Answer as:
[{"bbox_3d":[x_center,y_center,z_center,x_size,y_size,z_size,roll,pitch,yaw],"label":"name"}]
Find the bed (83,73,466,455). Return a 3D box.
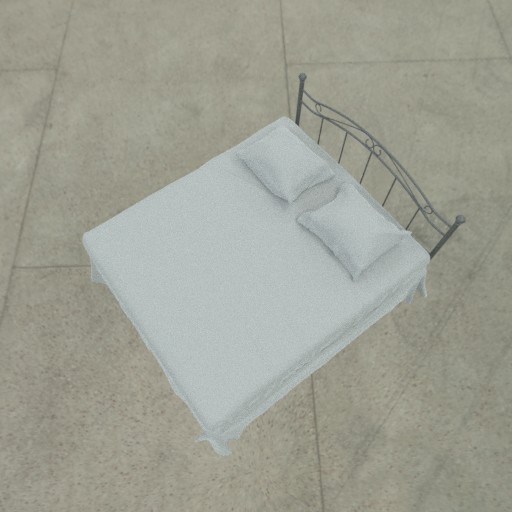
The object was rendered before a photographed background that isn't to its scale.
[{"bbox_3d":[0.000,0.000,3.298,2.215,1.080,1.936,-34,69,-15],"label":"bed"}]
